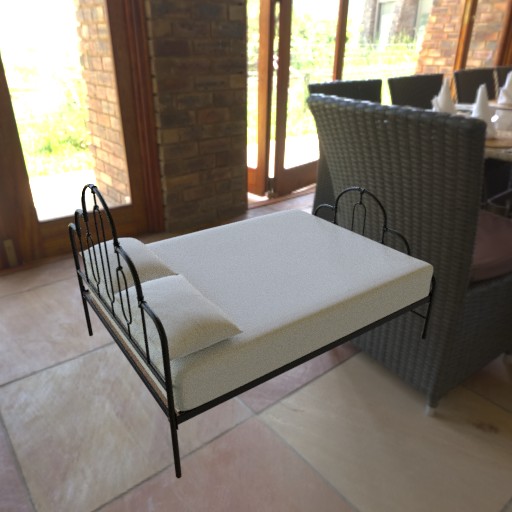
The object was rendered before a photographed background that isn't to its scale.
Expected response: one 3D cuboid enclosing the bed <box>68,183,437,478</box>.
[{"bbox_3d":[0.000,0.000,3.243,2.181,1.444,1.626,-17,30,-31],"label":"bed"}]
